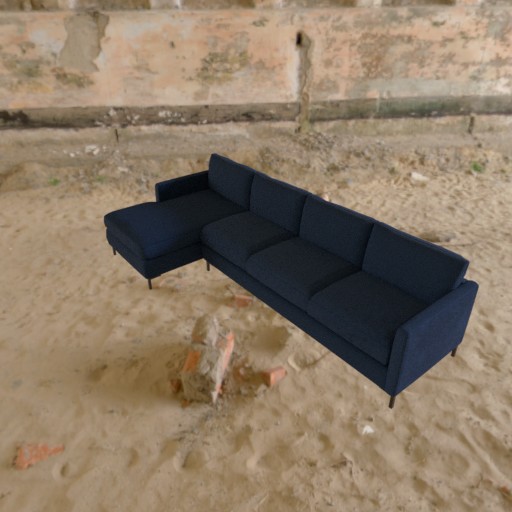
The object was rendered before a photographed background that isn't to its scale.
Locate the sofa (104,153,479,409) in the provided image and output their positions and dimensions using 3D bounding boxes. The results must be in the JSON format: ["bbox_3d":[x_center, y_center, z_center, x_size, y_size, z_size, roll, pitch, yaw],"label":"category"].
[{"bbox_3d":[0.000,0.000,2.932,1.128,0.679,2.450,-22,37,-33],"label":"sofa"}]
